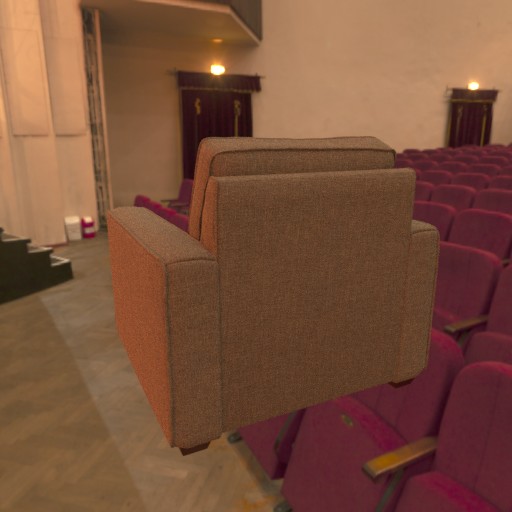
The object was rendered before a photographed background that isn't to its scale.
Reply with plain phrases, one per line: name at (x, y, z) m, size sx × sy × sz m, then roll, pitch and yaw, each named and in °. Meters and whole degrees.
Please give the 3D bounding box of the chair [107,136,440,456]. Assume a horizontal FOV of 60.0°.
chair at (0.000, 0.000, 1.750) m, size 1.016 × 0.914 × 0.940 m, roll -7°, pitch 17°, yaw -25°
